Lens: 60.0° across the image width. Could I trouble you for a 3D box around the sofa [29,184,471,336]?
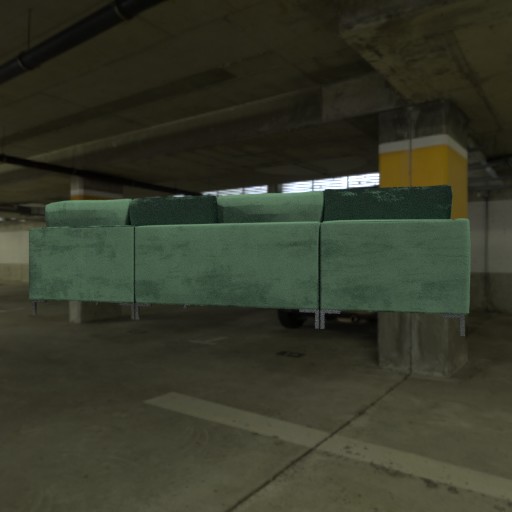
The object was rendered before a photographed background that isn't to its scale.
[{"bbox_3d":[0.000,0.000,4.203,3.434,0.992,2.055,0,0,17],"label":"sofa"}]
